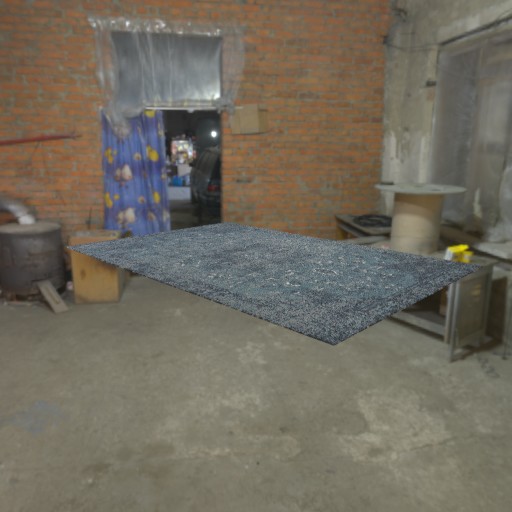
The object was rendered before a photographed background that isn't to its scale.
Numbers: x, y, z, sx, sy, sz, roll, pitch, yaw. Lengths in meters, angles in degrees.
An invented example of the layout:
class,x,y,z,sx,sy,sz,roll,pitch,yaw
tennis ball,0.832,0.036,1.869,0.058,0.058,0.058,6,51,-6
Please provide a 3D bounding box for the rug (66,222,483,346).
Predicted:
class,x,y,z,sx,sy,sz,roll,pitch,yaw
rug,0.000,0.000,2.304,1.828,0.005,1.219,13,19,43
